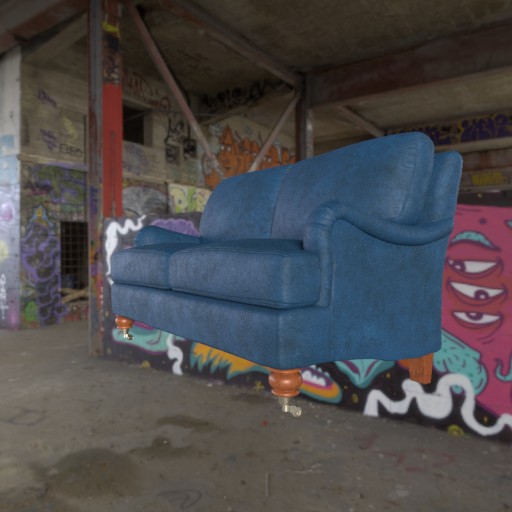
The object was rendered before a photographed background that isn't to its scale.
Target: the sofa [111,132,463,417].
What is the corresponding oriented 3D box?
[{"bbox_3d":[0.000,0.000,2.436,1.084,1.101,1.853,0,0,-35],"label":"sofa"}]
